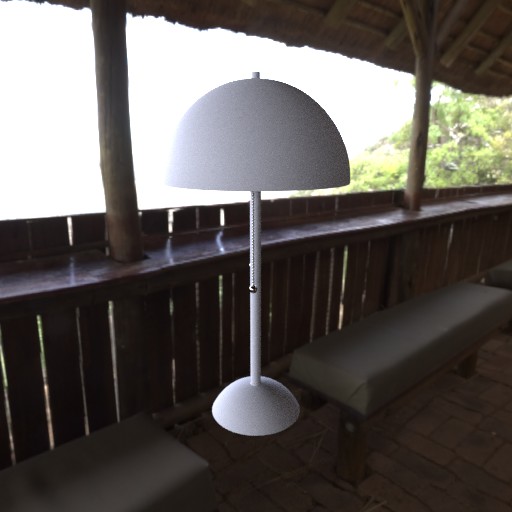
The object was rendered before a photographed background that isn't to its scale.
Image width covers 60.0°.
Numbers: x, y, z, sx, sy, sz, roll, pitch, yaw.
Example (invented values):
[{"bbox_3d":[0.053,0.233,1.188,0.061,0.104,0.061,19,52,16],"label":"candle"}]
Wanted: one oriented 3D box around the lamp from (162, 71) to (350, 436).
[{"bbox_3d":[0.000,0.000,0.427,0.171,0.330,0.171,0,14,0],"label":"lamp"}]
